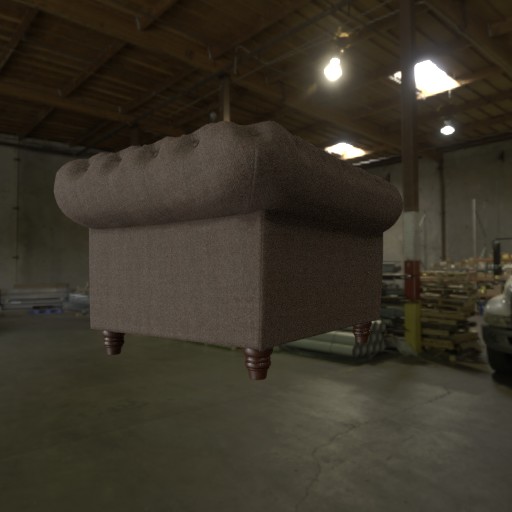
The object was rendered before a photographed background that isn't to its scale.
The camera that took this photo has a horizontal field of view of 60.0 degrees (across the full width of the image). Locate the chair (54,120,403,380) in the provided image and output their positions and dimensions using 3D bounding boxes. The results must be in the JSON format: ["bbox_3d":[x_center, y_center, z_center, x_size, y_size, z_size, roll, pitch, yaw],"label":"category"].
[{"bbox_3d":[0.000,0.000,1.874,0.945,0.780,1.298,-1,-2,35],"label":"chair"}]
